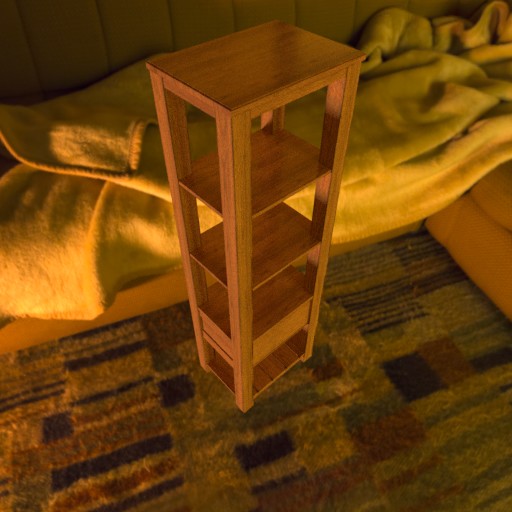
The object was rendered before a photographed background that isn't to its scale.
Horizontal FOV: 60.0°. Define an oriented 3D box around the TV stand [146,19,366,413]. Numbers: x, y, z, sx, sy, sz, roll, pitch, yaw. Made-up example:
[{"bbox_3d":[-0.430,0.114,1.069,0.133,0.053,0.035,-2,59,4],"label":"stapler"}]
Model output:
[{"bbox_3d":[0.000,0.000,2.062,0.565,1.828,0.435,-33,54,-28],"label":"TV stand"}]
